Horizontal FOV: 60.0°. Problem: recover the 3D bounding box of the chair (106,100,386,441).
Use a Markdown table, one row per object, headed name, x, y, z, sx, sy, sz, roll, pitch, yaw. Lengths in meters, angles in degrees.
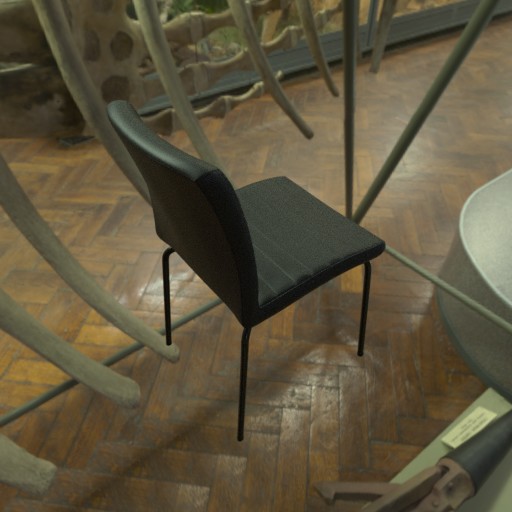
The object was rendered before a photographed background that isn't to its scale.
| name | x | y | z | sx | sy | sz | roll | pitch | yaw |
| --- | --- | --- | --- | --- | --- | --- | --- | --- | --- |
| chair | 0.000 | 0.000 | 1.202 | 0.572 | 0.872 | 0.450 | -27 | 48 | -27 |
